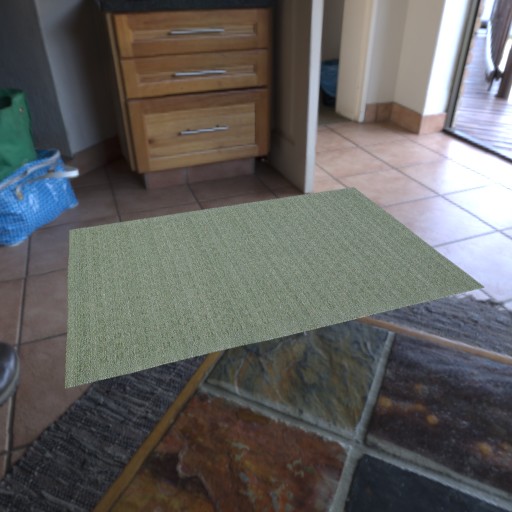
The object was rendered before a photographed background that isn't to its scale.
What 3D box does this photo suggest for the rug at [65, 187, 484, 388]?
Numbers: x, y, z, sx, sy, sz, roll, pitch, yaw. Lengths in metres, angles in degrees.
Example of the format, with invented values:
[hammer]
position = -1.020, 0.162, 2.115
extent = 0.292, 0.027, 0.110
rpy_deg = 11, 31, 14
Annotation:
[rug]
position = 0.000, 0.000, 2.179
extent = 1.747, 0.006, 1.143
rpy_deg = -11, 34, -16
